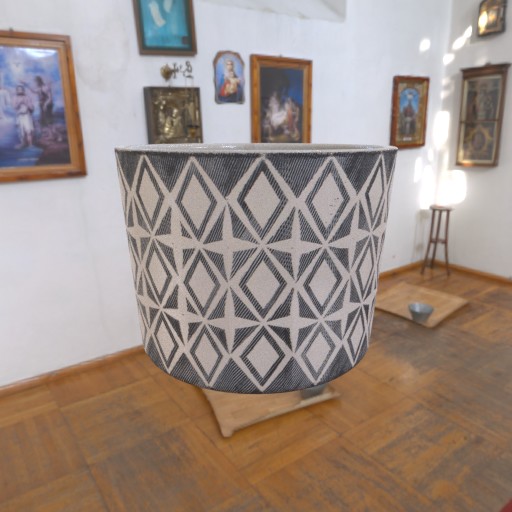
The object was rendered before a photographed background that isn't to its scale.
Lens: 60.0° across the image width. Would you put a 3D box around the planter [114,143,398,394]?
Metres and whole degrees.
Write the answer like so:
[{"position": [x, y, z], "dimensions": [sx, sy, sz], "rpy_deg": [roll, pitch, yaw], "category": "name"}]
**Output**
[{"position": [0.000, 0.000, 0.454], "dimensions": [0.260, 0.220, 0.260], "rpy_deg": [0, 15, 0], "category": "planter"}]
